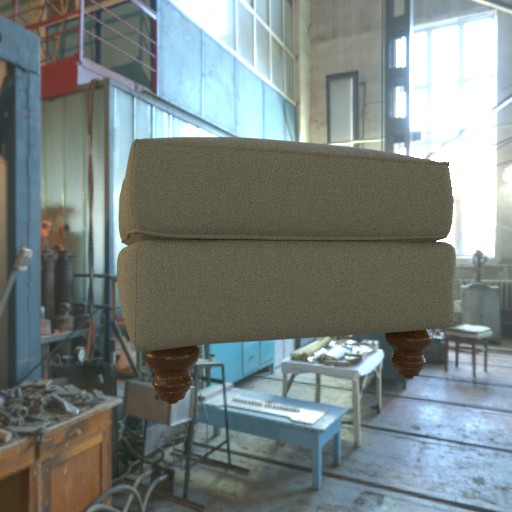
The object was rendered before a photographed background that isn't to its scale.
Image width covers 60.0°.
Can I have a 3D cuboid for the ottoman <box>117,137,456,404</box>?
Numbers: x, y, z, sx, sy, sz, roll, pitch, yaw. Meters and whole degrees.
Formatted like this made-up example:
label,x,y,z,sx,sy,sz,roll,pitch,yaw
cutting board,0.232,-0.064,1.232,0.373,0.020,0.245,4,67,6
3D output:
label,x,y,z,sx,sy,sz,roll,pitch,yaw
ottoman,0.000,0.000,1.110,0.662,0.505,0.716,0,0,-18
